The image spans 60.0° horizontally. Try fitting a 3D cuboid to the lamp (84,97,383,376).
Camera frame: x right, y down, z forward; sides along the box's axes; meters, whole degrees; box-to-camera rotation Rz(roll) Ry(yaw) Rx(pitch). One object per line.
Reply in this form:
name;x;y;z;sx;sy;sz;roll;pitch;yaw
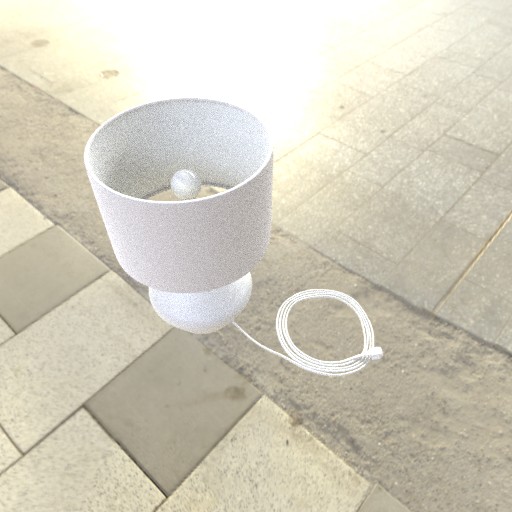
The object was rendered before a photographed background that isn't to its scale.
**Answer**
lamp;0.000;0.000;0.862;0.546;0.457;0.401;31;55;26
